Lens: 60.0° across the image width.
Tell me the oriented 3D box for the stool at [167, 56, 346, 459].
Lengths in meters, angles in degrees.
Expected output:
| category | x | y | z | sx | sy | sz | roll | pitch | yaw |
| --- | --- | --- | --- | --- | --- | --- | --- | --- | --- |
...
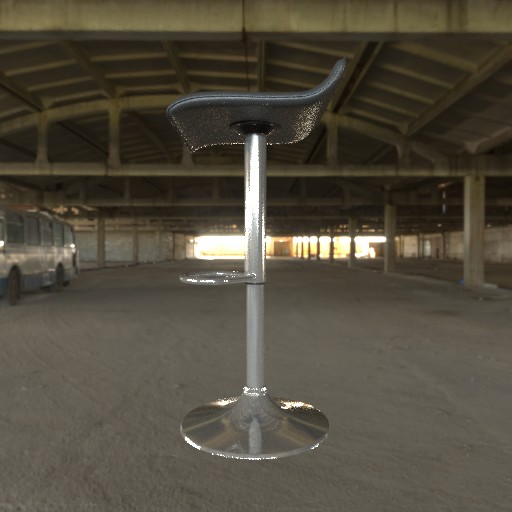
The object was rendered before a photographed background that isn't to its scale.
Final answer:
| category | x | y | z | sx | sy | sz | roll | pitch | yaw |
| --- | --- | --- | --- | --- | --- | --- | --- | --- | --- |
| stool | 0.000 | 0.000 | 1.117 | 0.381 | 0.851 | 0.381 | 0 | 1 | 0 |
